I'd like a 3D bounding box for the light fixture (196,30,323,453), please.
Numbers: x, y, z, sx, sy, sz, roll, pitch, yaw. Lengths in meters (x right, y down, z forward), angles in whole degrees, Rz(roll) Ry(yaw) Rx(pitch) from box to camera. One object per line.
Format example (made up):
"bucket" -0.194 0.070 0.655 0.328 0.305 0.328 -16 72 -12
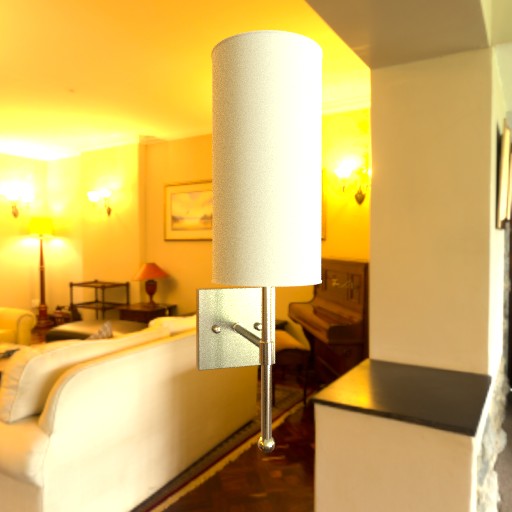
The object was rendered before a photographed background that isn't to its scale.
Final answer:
"light fixture" 0.000 0.000 0.556 0.128 0.462 0.208 0 2 -18
